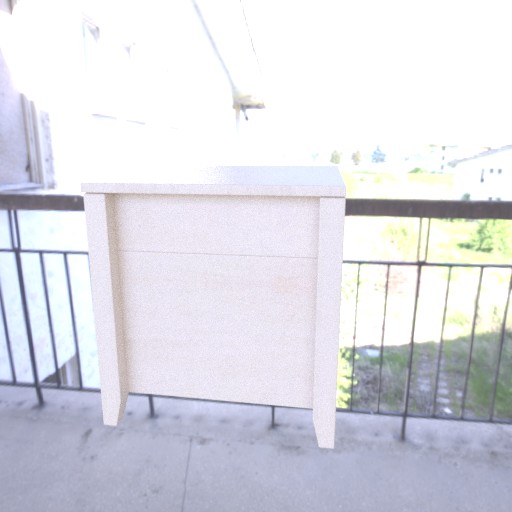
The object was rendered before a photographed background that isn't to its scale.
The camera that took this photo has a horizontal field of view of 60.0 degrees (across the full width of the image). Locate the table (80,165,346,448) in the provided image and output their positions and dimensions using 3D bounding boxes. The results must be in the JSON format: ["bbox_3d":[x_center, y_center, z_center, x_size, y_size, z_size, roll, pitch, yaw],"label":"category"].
[{"bbox_3d":[0.000,0.000,1.280,0.457,0.483,1.016,2,14,9],"label":"table"}]
